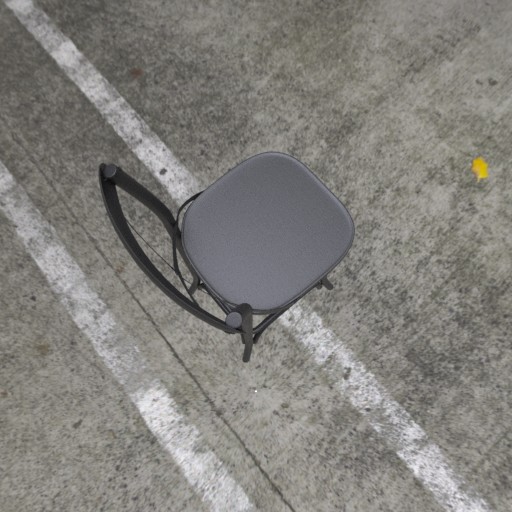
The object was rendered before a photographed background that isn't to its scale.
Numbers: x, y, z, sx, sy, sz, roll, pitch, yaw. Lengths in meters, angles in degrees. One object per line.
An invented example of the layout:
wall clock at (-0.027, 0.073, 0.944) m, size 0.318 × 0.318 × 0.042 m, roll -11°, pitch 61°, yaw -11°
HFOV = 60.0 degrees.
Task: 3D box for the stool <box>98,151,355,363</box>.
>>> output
stool at (0.000, 0.000, 1.423) m, size 0.584 × 1.168 × 0.457 m, roll -39°, pitch 77°, yaw -11°
